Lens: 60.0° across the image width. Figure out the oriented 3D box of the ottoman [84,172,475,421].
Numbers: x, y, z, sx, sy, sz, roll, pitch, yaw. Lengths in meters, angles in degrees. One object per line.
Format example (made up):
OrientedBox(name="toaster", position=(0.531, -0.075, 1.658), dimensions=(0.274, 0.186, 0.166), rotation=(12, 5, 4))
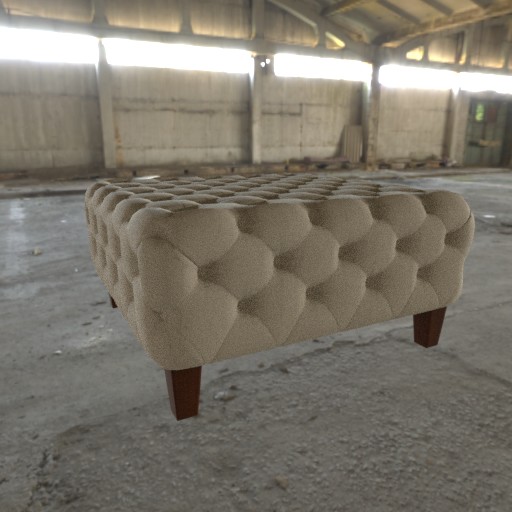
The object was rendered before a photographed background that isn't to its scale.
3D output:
OrientedBox(name="ottoman", position=(0.000, 0.000, 1.164), dimensions=(0.753, 0.376, 0.755), rotation=(-7, 16, -27))
